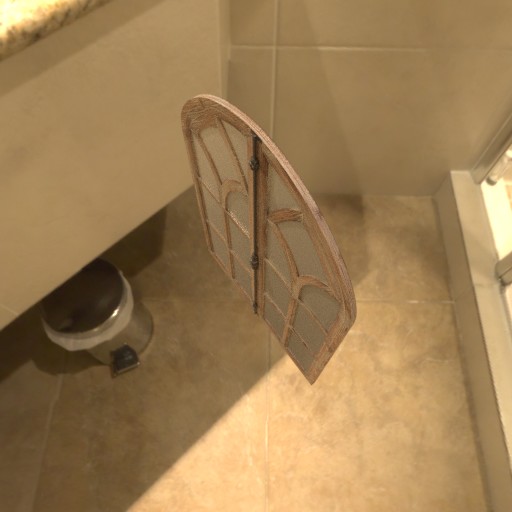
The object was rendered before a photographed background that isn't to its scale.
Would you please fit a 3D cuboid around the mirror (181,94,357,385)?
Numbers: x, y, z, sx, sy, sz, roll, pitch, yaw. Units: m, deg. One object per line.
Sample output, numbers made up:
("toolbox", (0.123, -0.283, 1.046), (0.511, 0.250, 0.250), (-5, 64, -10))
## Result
("mirror", (0.000, 0.000, 1.137), (0.032, 0.915, 0.609), (-33, 69, -15))
